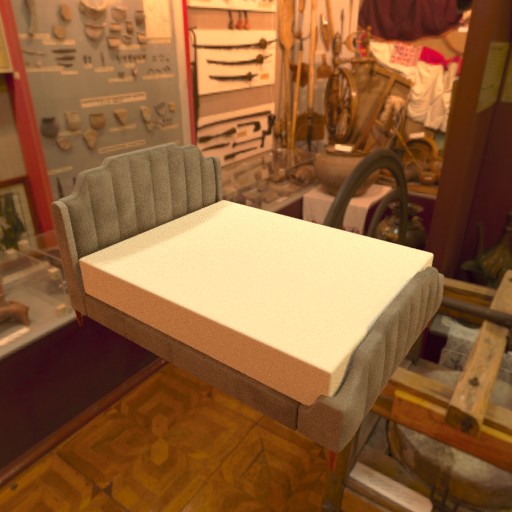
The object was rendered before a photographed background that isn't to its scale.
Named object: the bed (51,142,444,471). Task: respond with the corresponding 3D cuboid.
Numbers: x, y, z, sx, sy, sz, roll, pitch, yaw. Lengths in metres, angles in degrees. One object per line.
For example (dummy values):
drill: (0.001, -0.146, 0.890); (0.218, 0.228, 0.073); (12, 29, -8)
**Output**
bed: (0.000, 0.000, 3.229); (2.340, 1.245, 1.676); (18, 31, 32)
